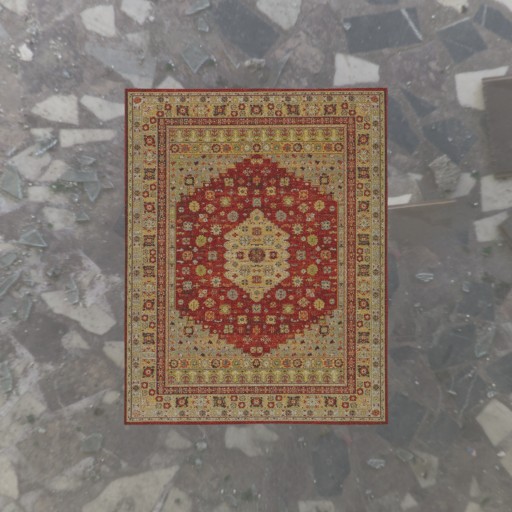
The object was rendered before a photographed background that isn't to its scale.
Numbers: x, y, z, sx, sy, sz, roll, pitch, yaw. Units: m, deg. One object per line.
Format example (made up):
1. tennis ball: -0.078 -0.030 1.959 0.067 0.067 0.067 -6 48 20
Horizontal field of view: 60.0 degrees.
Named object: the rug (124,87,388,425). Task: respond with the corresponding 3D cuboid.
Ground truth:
1. rug: 0.000 0.000 4.013 2.387 0.013 3.053 0 90 0
